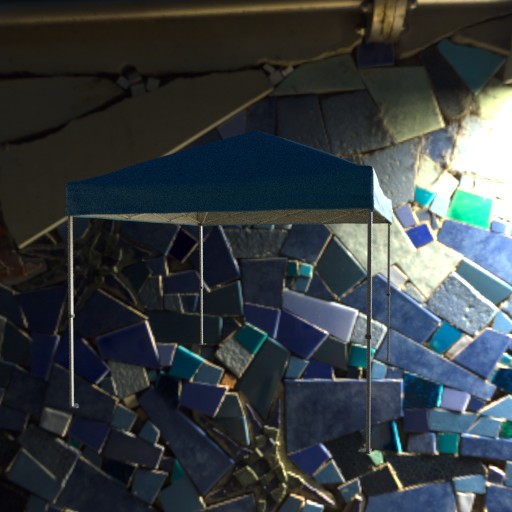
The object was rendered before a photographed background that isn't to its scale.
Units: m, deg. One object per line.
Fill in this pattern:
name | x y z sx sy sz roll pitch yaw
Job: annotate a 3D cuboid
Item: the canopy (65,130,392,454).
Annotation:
canopy | 0.000 0.000 5.329 2.998 2.997 2.996 1 2 20
